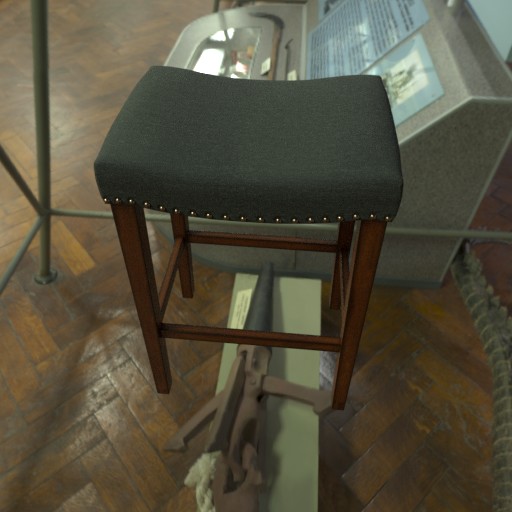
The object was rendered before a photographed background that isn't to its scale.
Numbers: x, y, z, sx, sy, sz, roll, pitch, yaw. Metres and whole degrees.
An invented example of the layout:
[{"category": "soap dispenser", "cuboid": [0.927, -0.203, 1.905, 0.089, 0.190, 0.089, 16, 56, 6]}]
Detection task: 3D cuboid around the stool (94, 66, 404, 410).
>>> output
[{"category": "stool", "cuboid": [0.000, 0.000, 1.036, 0.502, 0.760, 0.366, 4, 47, 4]}]
